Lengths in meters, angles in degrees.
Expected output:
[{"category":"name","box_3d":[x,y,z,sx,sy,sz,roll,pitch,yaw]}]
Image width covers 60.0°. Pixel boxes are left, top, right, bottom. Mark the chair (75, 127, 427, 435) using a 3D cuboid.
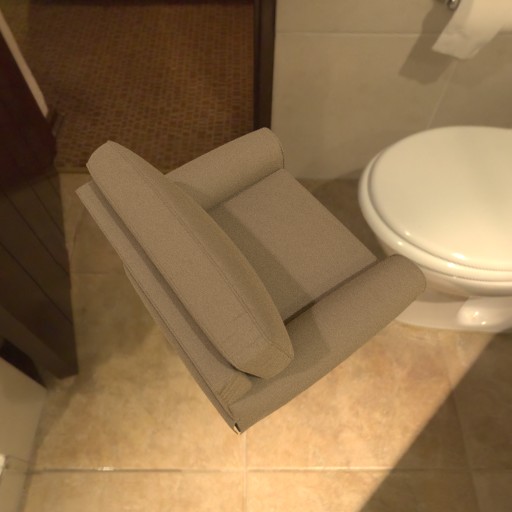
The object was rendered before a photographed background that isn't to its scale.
[{"category":"chair","box_3d":[0.000,0.000,1.896,0.988,1.017,1.135,-33,64,-18]}]
